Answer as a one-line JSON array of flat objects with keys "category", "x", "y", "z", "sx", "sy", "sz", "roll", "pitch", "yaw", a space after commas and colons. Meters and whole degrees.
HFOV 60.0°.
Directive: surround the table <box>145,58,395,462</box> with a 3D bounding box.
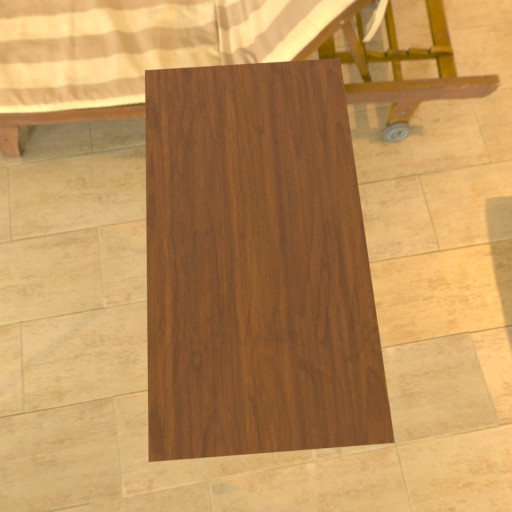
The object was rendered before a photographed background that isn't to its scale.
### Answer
[{"category": "table", "x": 0.000, "y": 0.000, "z": 1.364, "sx": 0.574, "sy": 0.414, "sz": 1.057, "roll": -4, "pitch": 75, "yaw": -1}]
